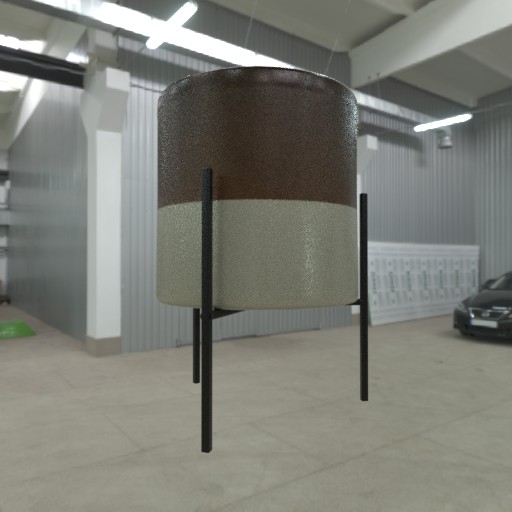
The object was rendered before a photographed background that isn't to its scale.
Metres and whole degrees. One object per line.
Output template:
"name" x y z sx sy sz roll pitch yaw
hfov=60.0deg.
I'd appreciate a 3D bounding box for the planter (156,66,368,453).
"planter" 0.000 0.000 0.546 0.255 0.375 0.269 0 -1 19
